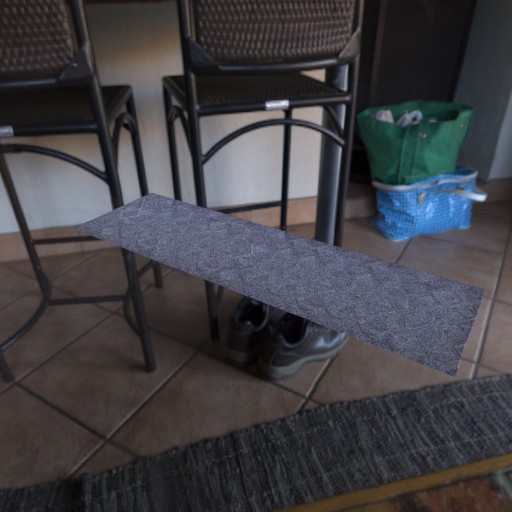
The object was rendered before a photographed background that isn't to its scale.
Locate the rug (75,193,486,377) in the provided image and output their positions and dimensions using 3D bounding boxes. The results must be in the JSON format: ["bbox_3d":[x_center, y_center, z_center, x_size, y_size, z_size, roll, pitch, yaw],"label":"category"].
[{"bbox_3d":[0.000,0.000,2.497,2.296,0.011,0.691,18,35,28],"label":"rug"}]
